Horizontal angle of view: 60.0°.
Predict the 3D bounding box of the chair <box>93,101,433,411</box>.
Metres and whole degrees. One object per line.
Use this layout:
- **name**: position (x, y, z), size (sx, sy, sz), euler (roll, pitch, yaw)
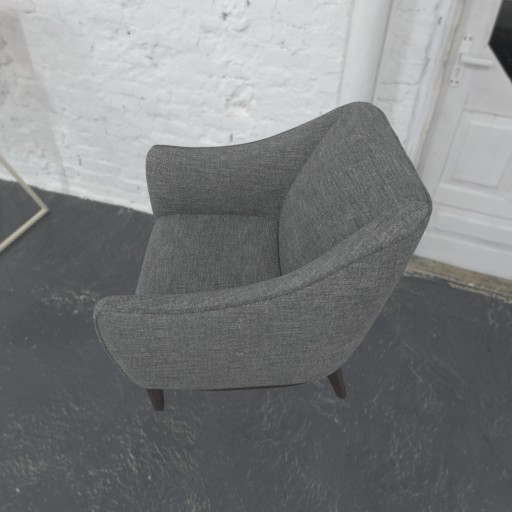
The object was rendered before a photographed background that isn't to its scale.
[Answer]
- **chair**: position (0.000, 0.000, 1.523), size (0.851, 0.829, 0.870), euler (-1, 41, -1)
